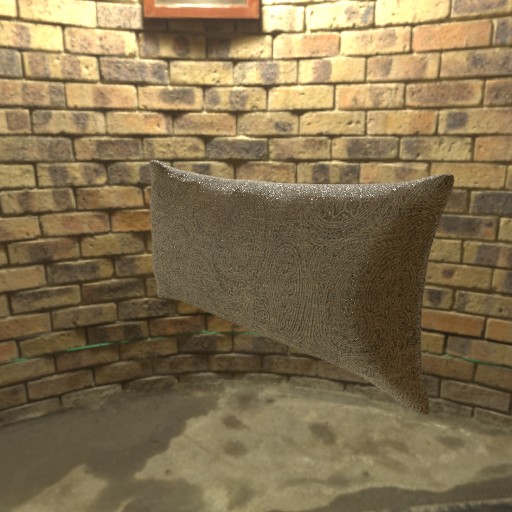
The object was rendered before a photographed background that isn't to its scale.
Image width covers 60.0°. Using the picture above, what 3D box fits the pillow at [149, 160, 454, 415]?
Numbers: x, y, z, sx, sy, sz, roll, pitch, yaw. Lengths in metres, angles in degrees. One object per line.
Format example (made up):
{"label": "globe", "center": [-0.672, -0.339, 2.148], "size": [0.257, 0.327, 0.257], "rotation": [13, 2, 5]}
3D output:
{"label": "pillow", "center": [0.000, 0.000, 0.727], "size": [0.151, 0.295, 0.615], "rotation": [-13, 19, -43]}
